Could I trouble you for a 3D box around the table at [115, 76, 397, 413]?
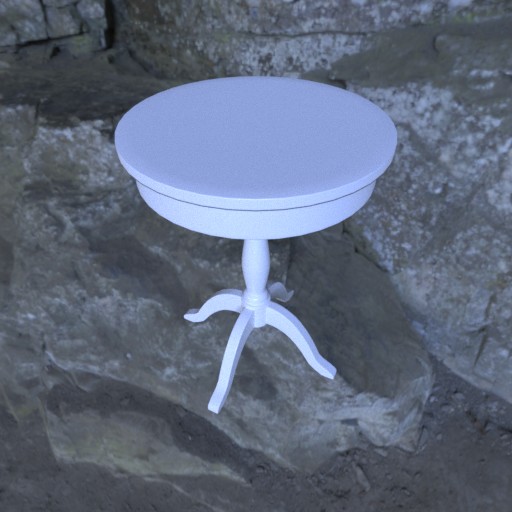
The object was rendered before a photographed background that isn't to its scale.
[{"bbox_3d":[0.000,0.000,1.037,0.513,0.653,0.513,0,40,0],"label":"table"}]
